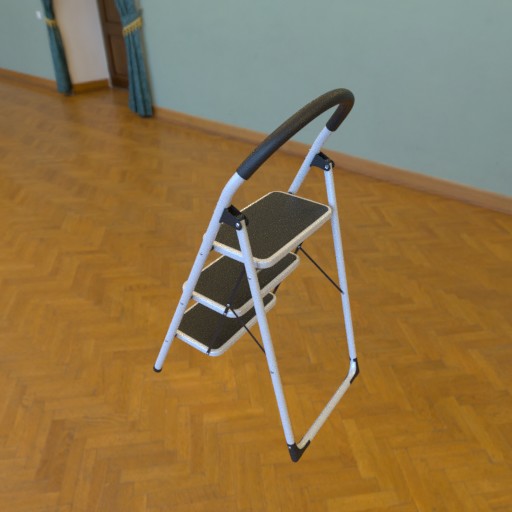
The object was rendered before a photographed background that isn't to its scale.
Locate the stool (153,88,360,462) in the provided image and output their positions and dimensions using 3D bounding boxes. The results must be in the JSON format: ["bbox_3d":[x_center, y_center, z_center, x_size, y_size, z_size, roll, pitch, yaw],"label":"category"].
[{"bbox_3d":[0.000,0.000,1.454,0.676,1.109,0.485,22,40,29],"label":"stool"}]
